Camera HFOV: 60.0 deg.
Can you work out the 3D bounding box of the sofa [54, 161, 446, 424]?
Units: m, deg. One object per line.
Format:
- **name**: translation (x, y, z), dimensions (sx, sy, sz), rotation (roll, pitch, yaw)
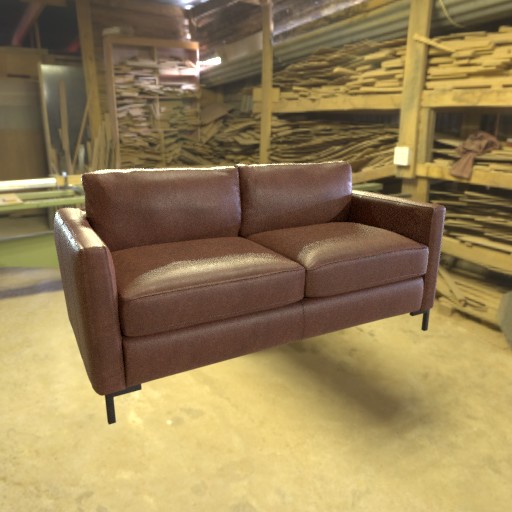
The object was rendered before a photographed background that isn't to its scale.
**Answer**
- **sofa**: translation (0.000, 0.000, 2.253), dimensions (1.797, 0.883, 0.899), rotation (-9, 18, -28)
